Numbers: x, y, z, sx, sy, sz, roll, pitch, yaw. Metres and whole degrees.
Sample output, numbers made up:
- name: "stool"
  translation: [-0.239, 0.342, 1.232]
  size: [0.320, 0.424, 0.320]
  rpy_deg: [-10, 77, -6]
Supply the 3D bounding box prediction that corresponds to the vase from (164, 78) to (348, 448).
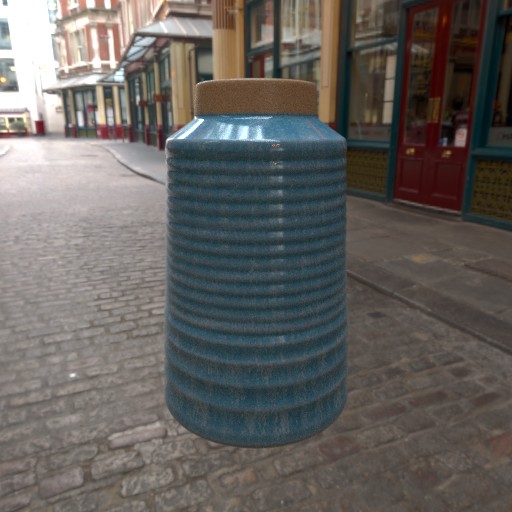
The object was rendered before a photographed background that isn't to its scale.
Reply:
- name: "vase"
  translation: [0.000, 0.000, 0.369]
  size: [0.163, 0.267, 0.163]
  rpy_deg: [0, 16, 0]
